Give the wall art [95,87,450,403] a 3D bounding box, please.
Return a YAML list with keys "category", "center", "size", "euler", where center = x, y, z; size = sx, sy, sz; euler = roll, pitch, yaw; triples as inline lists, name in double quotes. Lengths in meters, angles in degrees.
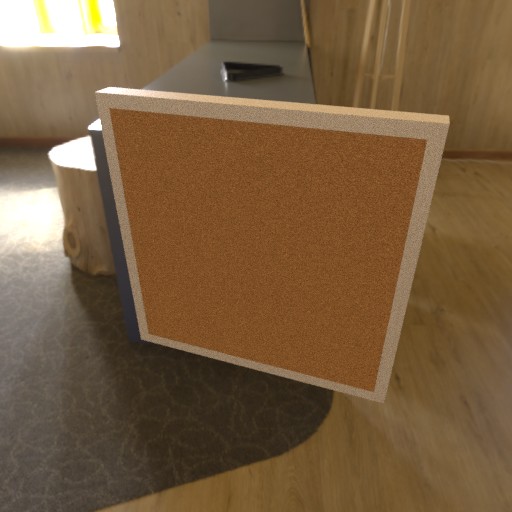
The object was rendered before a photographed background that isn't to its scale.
- category: "wall art"
  center: [0.000, 0.000, 0.756]
  size: [0.507, 0.508, 0.038]
  euler: [11, 34, 16]
